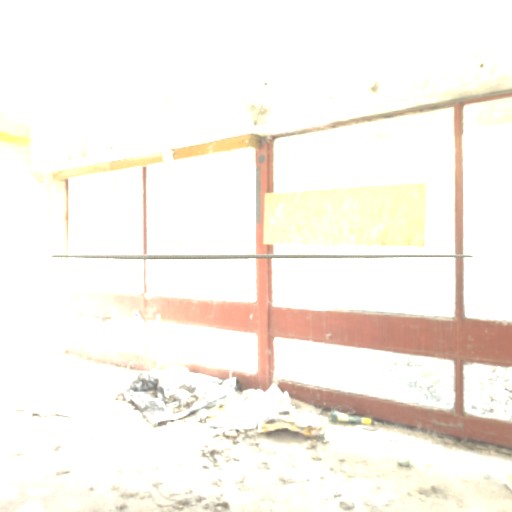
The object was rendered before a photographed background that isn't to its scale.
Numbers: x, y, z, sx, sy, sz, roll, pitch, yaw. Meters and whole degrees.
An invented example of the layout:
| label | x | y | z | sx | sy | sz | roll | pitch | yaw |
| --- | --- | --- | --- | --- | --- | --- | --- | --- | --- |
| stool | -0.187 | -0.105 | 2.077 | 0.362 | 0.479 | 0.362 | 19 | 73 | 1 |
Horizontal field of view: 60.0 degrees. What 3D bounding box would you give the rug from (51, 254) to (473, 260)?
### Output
| label | x | y | z | sx | sy | sz | roll | pitch | yaw |
| --- | --- | --- | --- | --- | --- | --- | --- | --- | --- |
| rug | 0.000 | 0.000 | 4.086 | 3.066 | 0.030 | 2.462 | 0 | 0 | -36 |
